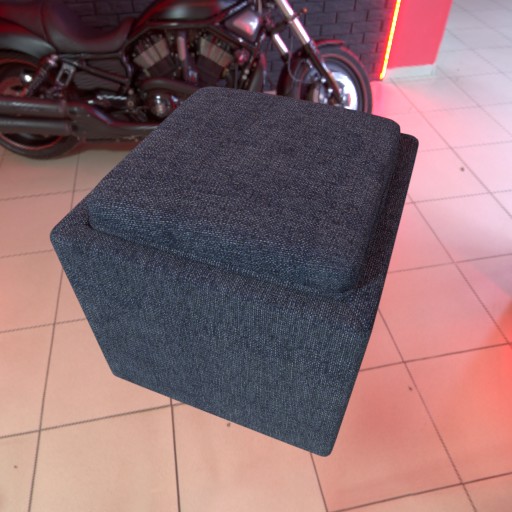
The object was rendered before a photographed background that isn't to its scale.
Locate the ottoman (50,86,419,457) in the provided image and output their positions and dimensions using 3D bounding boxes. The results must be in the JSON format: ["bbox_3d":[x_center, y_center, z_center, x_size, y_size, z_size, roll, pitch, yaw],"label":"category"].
[{"bbox_3d":[0.000,0.000,0.814,0.450,0.460,0.450,16,48,15],"label":"ottoman"}]
